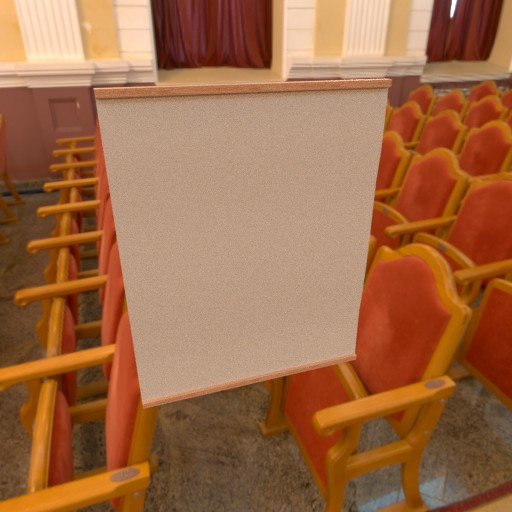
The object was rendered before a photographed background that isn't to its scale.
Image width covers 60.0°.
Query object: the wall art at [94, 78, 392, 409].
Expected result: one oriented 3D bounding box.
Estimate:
[{"bbox_3d":[0.000,0.000,0.697,0.406,0.508,0.013,-8,28,-16],"label":"wall art"}]
